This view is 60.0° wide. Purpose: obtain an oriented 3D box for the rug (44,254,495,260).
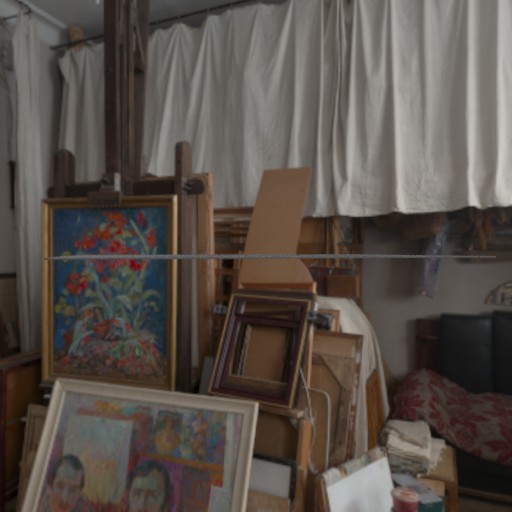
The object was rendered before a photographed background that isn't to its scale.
[{"bbox_3d":[0.000,0.000,2.842,2.235,0.008,1.600,0,1,-17],"label":"rug"}]
